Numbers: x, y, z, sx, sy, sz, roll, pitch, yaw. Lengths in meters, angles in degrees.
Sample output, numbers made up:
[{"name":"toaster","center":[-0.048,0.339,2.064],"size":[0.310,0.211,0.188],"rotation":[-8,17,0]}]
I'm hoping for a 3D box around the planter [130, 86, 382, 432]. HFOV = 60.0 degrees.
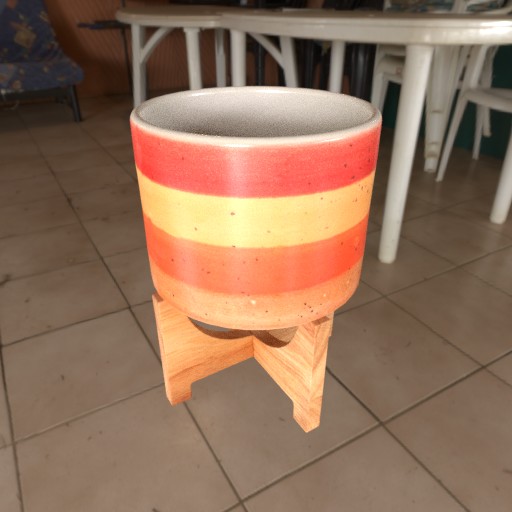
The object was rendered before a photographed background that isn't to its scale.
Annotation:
[{"name":"planter","center":[0.000,0.000,0.410],"size":[0.199,0.268,0.199],"rotation":[0,30,0]}]
